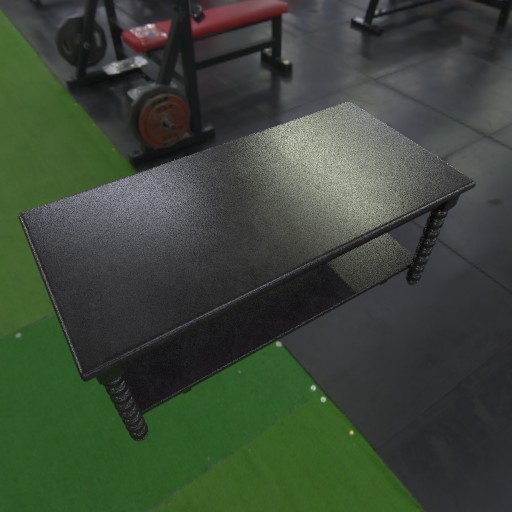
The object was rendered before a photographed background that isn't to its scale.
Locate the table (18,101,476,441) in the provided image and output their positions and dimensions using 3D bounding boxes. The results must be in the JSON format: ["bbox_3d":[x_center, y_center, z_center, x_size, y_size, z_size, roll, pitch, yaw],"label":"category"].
[{"bbox_3d":[0.000,0.000,1.423,1.171,0.487,0.580,-25,52,-21],"label":"table"}]
